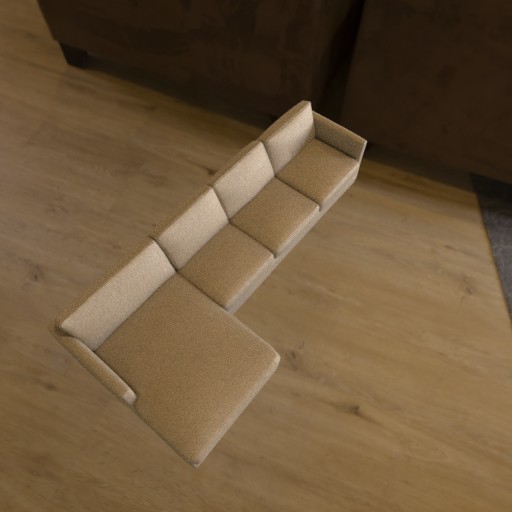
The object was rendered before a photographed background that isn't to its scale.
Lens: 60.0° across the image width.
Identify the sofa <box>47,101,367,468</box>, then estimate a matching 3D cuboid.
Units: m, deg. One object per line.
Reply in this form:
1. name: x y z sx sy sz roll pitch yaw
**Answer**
1. sofa: 0.000 0.000 3.893 1.502 0.876 3.201 35 65 19
